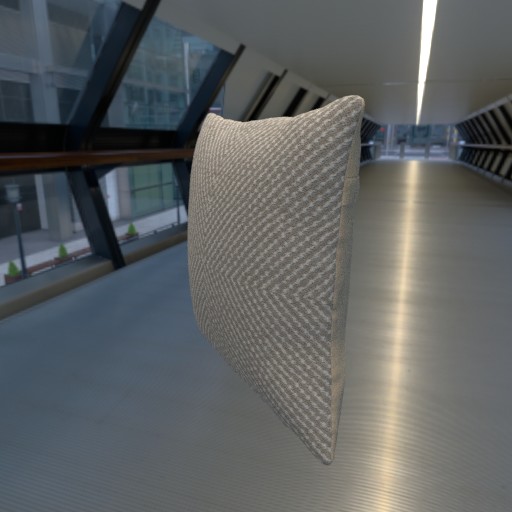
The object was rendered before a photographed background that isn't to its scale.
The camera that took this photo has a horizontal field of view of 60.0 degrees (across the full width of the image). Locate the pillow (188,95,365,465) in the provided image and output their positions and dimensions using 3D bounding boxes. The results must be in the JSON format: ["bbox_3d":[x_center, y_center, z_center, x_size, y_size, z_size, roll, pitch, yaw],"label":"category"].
[{"bbox_3d":[0.000,0.000,0.714,0.181,0.458,0.459,-7,17,-25],"label":"pillow"}]
